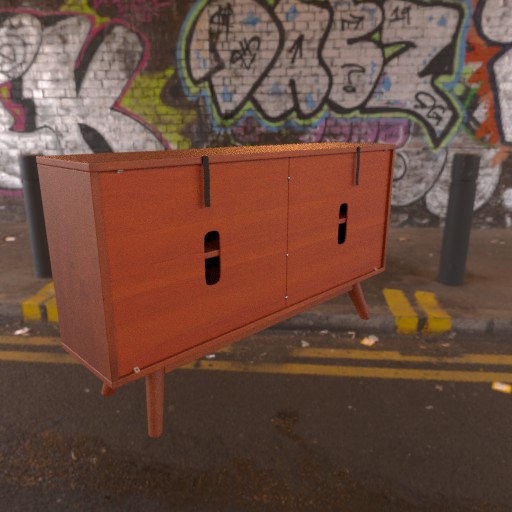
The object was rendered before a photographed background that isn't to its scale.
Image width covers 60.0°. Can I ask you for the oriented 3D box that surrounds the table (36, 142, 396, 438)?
[{"bbox_3d":[0.000,0.000,1.479,1.220,0.698,0.308,-16,23,-43],"label":"table"}]
